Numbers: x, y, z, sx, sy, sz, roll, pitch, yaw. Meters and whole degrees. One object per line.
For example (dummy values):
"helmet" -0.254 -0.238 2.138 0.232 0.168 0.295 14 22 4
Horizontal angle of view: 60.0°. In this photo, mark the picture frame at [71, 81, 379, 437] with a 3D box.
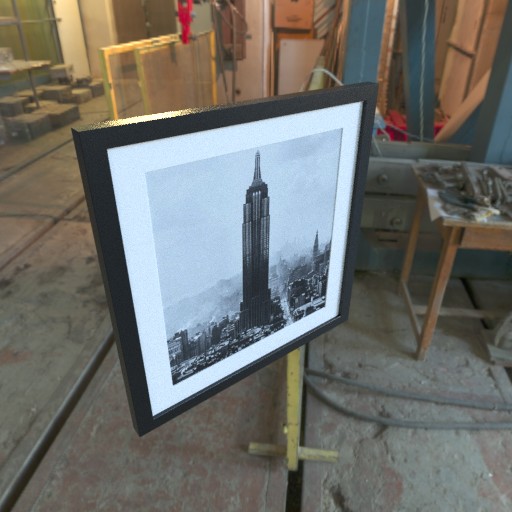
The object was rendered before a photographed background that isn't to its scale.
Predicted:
"picture frame" 0.000 0.000 0.828 0.559 0.557 0.029 -21 36 -32
